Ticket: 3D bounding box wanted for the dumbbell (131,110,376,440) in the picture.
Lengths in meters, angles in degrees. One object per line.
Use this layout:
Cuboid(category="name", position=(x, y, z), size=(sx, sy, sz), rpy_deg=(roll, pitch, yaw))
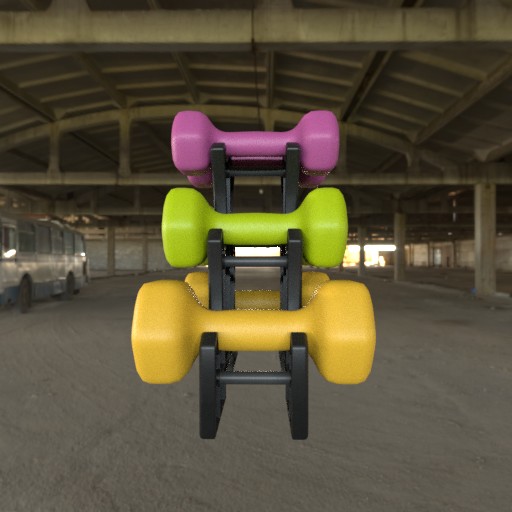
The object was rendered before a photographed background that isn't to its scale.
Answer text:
Cuboid(category="dumbbell", position=(0.000, 0.000, 0.469), size=(0.190, 0.271, 0.300), rpy_deg=(0, 0, 1))
